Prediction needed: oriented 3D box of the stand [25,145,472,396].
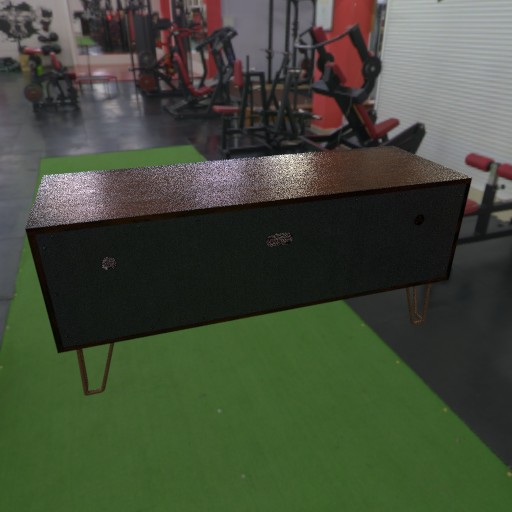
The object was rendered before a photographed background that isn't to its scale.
[{"bbox_3d":[0.000,0.000,1.642,1.372,0.610,0.481,-8,29,-16],"label":"stand"}]
